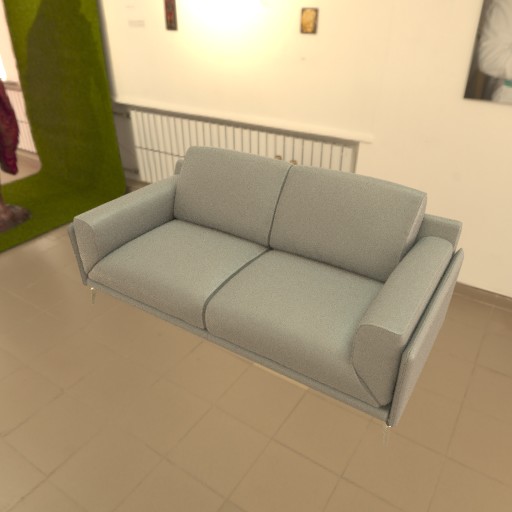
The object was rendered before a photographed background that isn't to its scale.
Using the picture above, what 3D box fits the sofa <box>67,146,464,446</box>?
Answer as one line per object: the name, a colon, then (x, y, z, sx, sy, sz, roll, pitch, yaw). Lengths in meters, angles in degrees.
sofa: (0.000, 0.000, 2.620, 2.101, 0.930, 1.049, 18, 35, 28)
